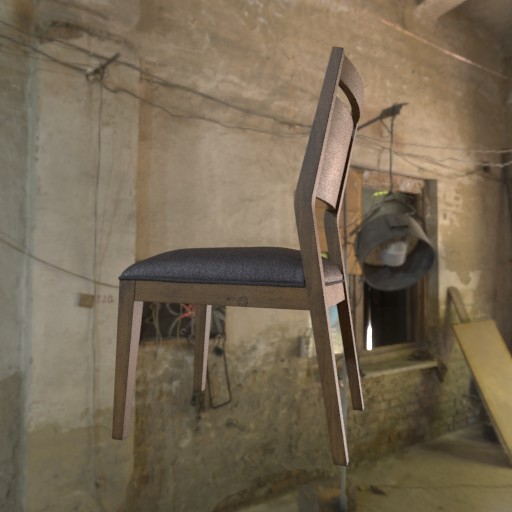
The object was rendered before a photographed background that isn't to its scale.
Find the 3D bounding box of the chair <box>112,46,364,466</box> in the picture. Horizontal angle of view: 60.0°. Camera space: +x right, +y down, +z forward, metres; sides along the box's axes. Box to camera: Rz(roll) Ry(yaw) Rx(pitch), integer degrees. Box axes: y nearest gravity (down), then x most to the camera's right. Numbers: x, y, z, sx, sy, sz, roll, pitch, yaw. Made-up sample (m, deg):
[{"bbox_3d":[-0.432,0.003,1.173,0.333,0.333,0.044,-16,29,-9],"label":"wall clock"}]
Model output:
[{"bbox_3d":[0.000,0.000,1.277,0.610,0.939,0.501,0,-2,18],"label":"chair"}]
